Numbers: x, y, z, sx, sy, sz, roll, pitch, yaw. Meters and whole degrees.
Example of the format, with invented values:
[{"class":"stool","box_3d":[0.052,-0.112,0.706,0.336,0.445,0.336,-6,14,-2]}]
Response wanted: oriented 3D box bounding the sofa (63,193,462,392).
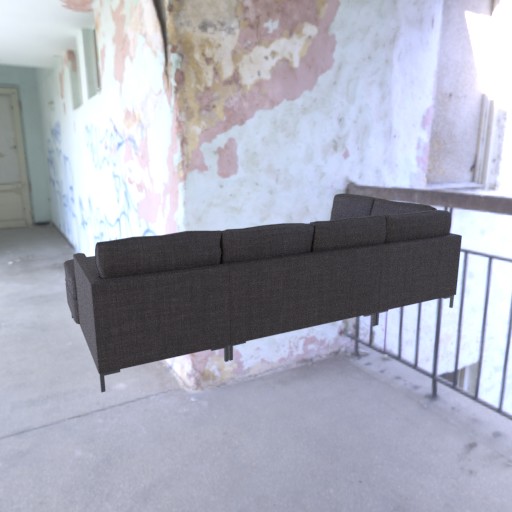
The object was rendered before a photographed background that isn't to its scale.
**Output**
[{"class":"sofa","box_3d":[0.000,0.000,4.355,3.423,0.999,2.048,-7,15,-27]}]
